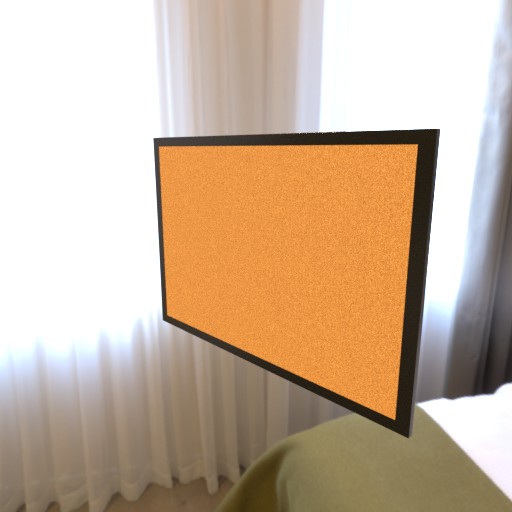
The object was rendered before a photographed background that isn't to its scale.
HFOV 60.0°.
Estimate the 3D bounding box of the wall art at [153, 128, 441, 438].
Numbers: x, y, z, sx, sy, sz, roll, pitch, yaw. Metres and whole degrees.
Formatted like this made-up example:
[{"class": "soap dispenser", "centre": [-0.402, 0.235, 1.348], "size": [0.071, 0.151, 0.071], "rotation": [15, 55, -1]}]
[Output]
[{"class": "wall art", "centre": [0.000, 0.000, 1.043], "size": [0.015, 0.552, 0.819], "rotation": [-13, 19, -43]}]
